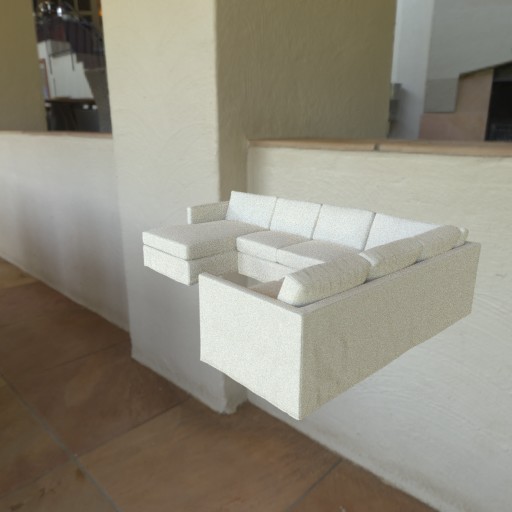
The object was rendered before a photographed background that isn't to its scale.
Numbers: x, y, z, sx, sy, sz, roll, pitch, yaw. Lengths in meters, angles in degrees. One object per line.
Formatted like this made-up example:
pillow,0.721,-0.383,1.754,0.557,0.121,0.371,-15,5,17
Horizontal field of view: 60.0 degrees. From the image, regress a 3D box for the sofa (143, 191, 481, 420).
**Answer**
sofa,0.000,0.000,4.537,2.448,0.882,3.464,-14,21,-40
